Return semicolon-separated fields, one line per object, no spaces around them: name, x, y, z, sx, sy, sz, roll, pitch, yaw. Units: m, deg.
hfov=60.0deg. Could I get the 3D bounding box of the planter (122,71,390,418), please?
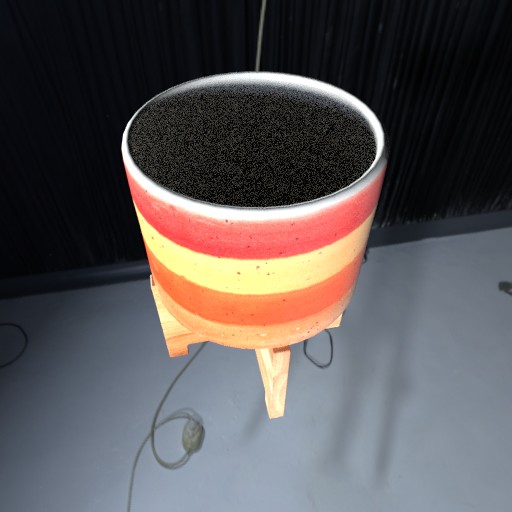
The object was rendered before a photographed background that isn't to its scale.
planter;0.000;0.000;0.415;0.199;0.268;0.199;0;46;0
